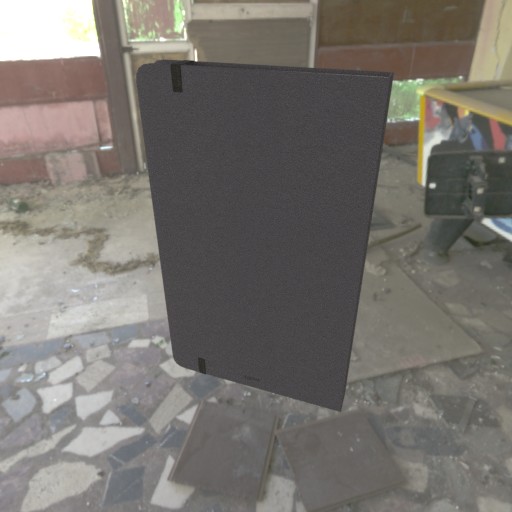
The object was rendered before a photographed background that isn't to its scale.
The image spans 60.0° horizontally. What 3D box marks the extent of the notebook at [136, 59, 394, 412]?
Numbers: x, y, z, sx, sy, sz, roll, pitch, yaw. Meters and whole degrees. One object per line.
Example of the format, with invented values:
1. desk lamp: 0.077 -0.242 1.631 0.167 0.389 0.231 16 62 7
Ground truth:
1. notebook: 0.000 0.000 0.268 0.127 0.213 0.016 11 33 17
